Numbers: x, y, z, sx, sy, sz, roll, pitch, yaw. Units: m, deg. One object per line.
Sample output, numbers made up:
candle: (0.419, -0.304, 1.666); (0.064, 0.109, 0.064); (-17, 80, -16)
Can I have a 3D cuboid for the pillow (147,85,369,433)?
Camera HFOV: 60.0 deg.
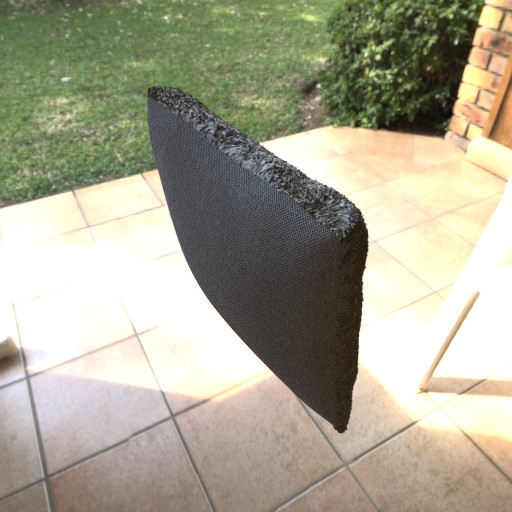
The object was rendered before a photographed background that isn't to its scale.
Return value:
pillow: (0.000, 0.000, 0.807); (0.218, 0.515, 0.529); (-25, 46, -26)
